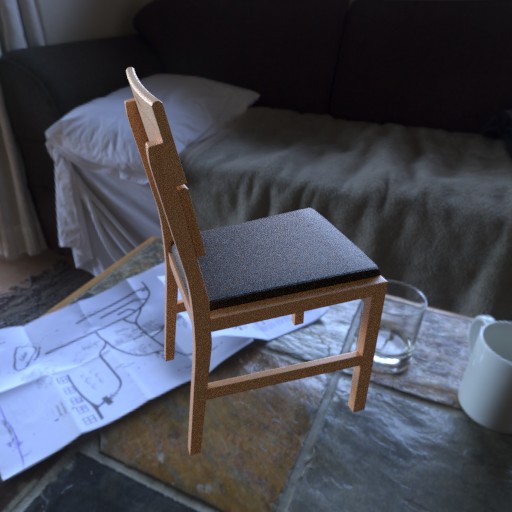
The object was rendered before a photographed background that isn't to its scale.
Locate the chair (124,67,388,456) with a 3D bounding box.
[{"bbox_3d":[0.000,0.000,1.239,0.560,0.950,0.475,-10,32,-17],"label":"chair"}]
